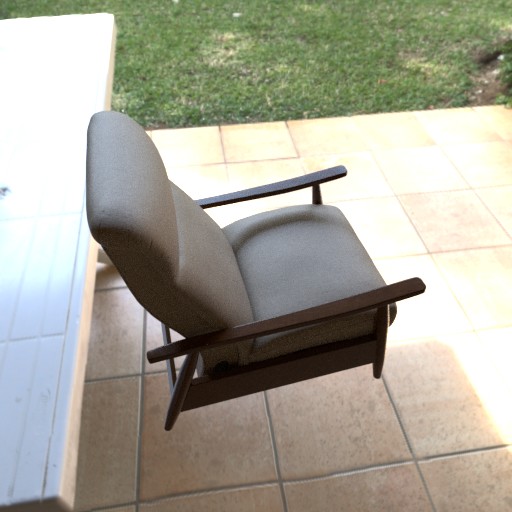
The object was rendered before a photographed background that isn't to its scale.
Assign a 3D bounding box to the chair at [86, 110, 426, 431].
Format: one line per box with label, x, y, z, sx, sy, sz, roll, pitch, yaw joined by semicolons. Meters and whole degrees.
chair;0.000;0.000;1.751;1.030;1.082;0.762;-11;47;-10
